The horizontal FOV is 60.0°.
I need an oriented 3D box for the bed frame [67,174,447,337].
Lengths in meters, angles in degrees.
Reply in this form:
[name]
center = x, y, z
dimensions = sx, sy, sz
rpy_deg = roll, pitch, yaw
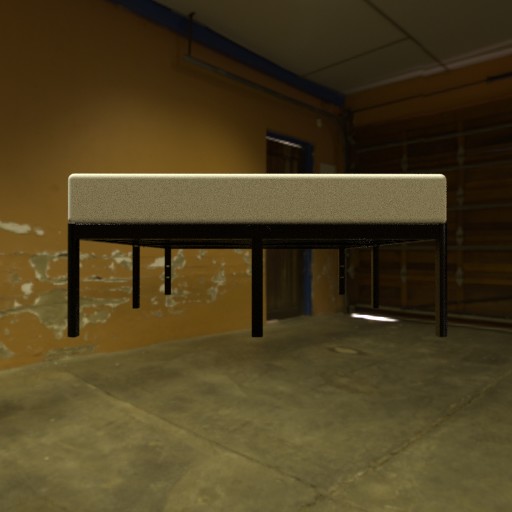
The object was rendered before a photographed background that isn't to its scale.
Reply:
[bed frame]
center = 0.000, 0.000, 2.797
dimensions = 1.557, 0.659, 2.072
rpy_deg = 0, 0, 0
